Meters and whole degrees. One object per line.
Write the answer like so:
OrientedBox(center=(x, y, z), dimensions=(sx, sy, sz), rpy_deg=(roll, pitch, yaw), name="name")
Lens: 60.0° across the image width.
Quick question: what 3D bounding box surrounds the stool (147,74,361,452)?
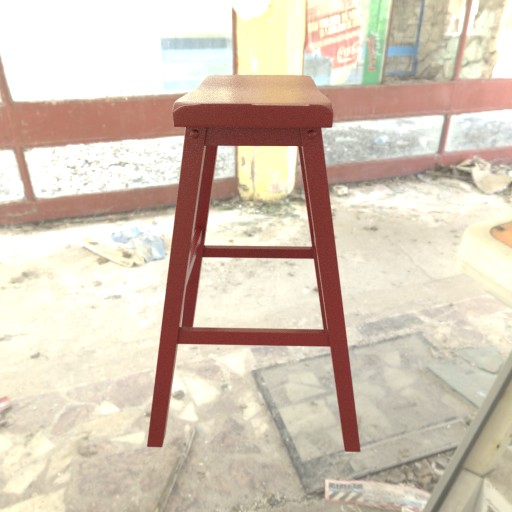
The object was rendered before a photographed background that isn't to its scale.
OrientedBox(center=(0.000, 0.000, 1.020), dimensions=(0.476, 0.737, 0.457), rpy_deg=(1, 27, 1), name="stool")
